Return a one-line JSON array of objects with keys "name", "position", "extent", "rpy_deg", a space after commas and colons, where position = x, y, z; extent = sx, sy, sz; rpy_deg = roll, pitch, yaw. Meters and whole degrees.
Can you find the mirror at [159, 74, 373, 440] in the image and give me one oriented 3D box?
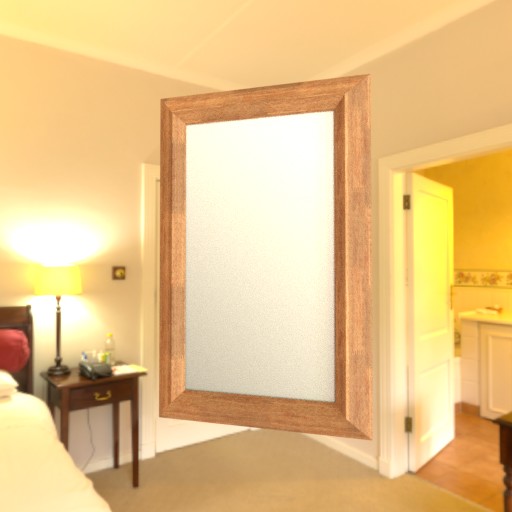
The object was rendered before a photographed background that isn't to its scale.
[{"name": "mirror", "position": [0.000, 0.000, 1.291], "extent": [0.651, 1.010, 0.047], "rpy_deg": [0, -1, 17]}]
